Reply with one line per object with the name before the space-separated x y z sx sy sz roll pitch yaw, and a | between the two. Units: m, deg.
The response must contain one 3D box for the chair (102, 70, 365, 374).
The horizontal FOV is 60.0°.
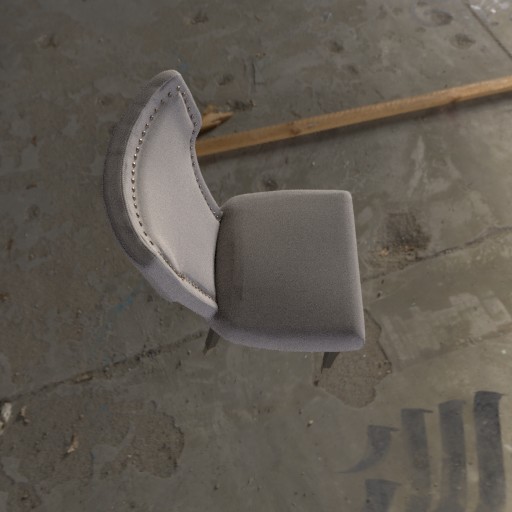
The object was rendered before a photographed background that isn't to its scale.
chair | 0.000 0.000 1.322 0.630 0.950 0.526 0 65 0
